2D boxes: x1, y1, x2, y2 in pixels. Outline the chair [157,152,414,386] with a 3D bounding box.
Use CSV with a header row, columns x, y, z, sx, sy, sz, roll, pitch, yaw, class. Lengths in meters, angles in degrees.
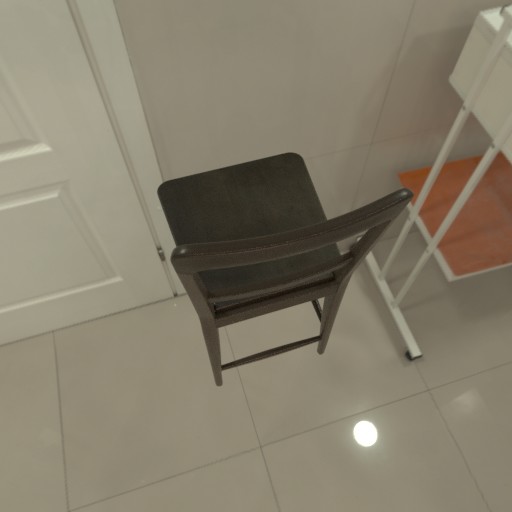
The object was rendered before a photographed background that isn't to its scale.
x,y,z,sx,sy,sz,roll,pitch,yaw,class
0.000,0.000,1.276,0.450,0.991,0.546,-15,60,-9,chair
